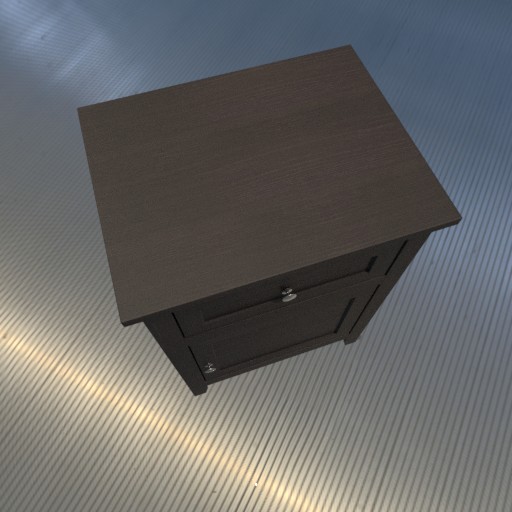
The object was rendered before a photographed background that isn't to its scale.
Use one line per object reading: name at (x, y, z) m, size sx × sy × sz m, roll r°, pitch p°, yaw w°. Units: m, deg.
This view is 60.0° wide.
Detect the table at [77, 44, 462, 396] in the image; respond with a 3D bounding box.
table at (0.000, 0.000, 0.947) m, size 0.480 × 0.635 × 0.381 m, roll -17°, pitch 64°, yaw -8°
